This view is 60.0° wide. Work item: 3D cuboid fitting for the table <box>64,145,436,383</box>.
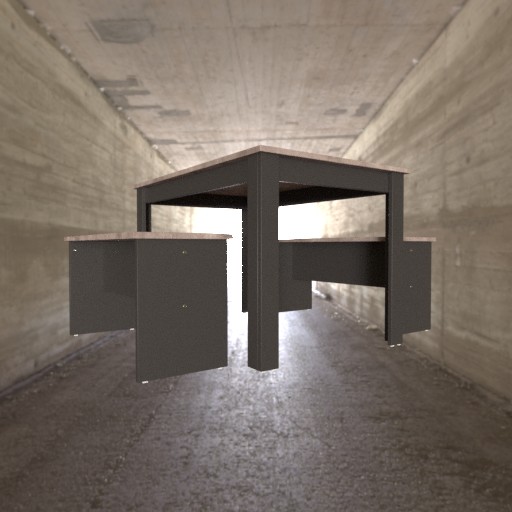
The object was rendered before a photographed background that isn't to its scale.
[{"bbox_3d":[0.000,0.000,2.003,1.443,0.700,1.100,-1,2,-35],"label":"table"}]
